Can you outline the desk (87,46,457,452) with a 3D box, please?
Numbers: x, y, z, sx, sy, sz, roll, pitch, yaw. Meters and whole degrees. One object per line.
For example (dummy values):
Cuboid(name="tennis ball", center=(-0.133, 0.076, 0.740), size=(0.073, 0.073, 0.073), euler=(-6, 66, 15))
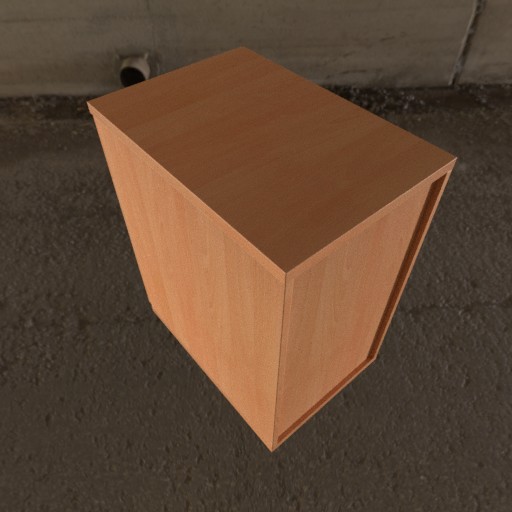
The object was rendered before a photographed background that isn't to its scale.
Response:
Cuboid(name="desk", center=(0.000, 0.000, 1.103), size=(0.404, 0.730, 0.600), euler=(-32, 56, -26))
